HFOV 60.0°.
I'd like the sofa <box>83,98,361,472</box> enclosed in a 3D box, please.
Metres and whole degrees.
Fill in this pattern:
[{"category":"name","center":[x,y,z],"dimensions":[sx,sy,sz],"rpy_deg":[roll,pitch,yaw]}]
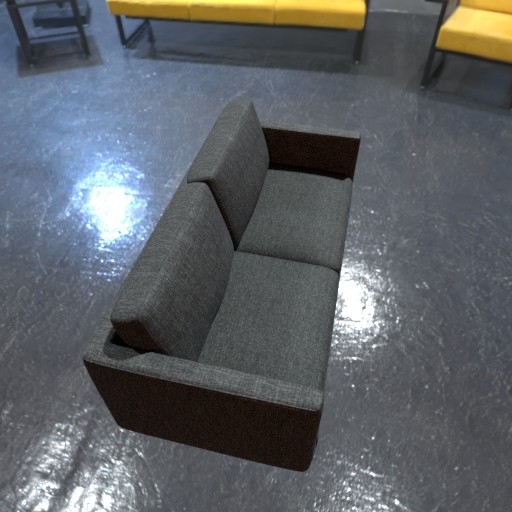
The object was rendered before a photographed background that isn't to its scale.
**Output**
[{"category":"sofa","center":[0.000,0.000,2.406],"dimensions":[0.950,0.963,1.884],"rpy_deg":[10,48,9]}]
